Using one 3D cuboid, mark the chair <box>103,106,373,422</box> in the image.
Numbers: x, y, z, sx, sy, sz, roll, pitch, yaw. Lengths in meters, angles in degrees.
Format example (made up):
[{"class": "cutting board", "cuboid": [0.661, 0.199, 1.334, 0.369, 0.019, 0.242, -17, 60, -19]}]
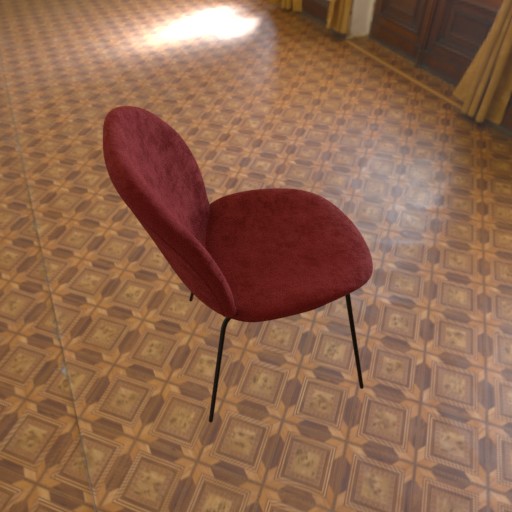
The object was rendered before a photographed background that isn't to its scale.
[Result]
[{"class": "chair", "cuboid": [0.000, 0.000, 1.140, 0.587, 0.791, 0.458, -9, 46, -9]}]
